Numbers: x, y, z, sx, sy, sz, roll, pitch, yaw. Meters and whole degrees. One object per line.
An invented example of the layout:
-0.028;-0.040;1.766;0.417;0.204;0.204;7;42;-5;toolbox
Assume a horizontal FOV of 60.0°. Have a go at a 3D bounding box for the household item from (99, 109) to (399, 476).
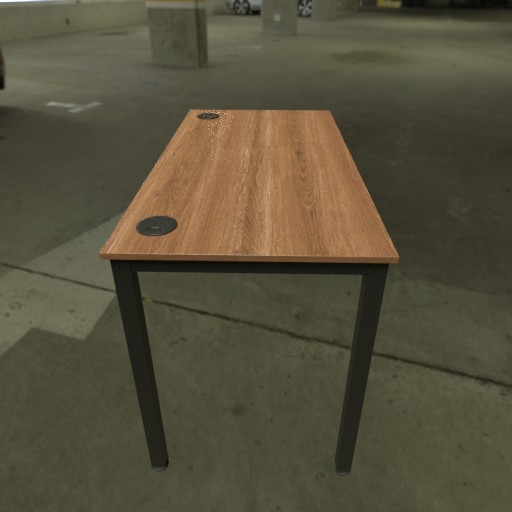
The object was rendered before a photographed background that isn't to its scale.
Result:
0.000;0.000;1.589;0.600;0.750;1.200;1;31;1;household item
